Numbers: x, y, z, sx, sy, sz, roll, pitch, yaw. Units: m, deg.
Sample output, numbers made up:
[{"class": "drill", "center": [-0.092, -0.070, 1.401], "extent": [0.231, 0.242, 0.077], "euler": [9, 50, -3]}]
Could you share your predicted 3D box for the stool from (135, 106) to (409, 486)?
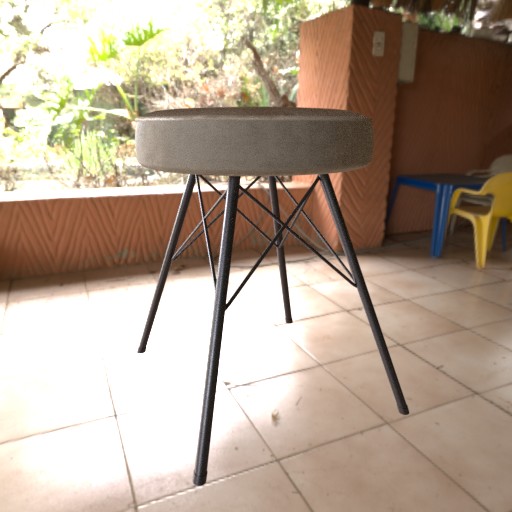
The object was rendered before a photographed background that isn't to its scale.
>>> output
[{"class": "stool", "center": [0.000, 0.000, 0.857], "extent": [0.423, 0.538, 0.457], "euler": [-7, 18, -24]}]
